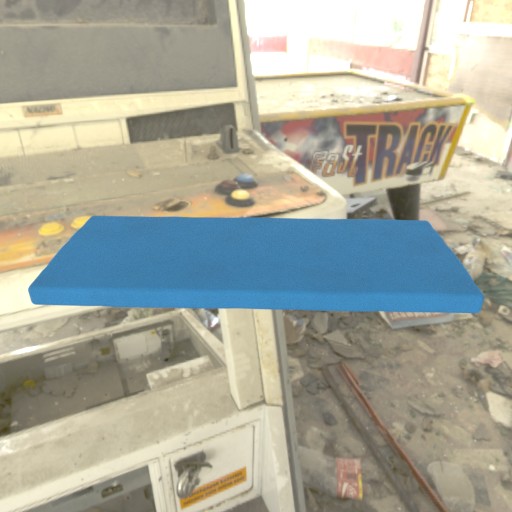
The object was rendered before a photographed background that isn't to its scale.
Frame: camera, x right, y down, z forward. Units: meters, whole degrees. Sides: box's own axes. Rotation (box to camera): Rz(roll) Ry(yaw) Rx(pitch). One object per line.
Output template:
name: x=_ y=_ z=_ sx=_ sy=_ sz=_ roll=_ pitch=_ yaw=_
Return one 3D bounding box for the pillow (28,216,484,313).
pillow: x=0.000 y=0.000 z=1.322 sx=1.187 sy=0.081 sz=0.492 roll=1 pitch=29 yaw=2
